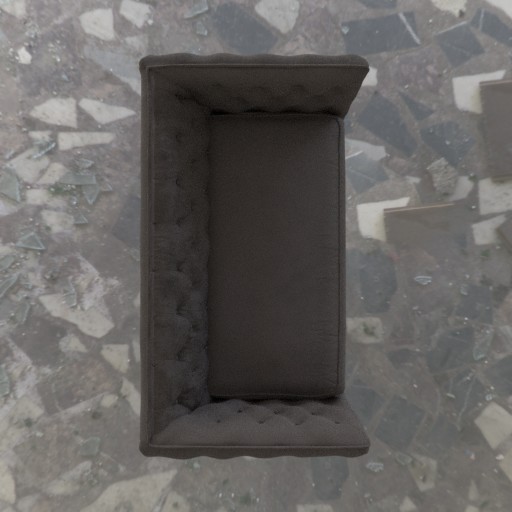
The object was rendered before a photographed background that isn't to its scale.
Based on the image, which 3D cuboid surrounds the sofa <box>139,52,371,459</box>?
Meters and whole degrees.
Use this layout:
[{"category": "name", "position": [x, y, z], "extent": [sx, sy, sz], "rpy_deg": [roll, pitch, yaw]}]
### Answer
[{"category": "sofa", "position": [0.000, 0.000, 2.066], "extent": [0.909, 0.810, 1.583], "rpy_deg": [0, 89, 0]}]
